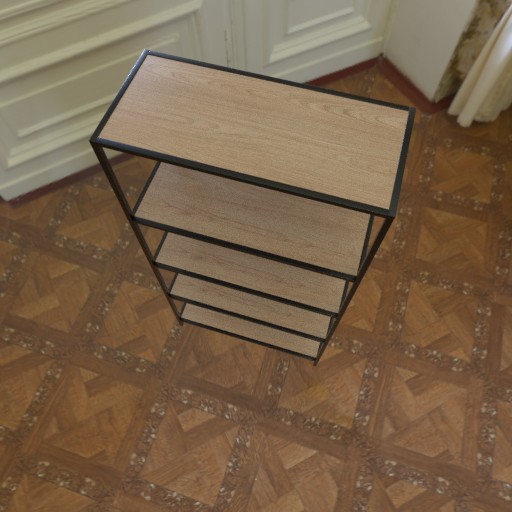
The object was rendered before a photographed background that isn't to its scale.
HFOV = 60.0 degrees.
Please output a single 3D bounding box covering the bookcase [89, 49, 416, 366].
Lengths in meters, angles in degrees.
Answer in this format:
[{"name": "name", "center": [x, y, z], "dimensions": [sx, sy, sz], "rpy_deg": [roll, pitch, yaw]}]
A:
[{"name": "bookcase", "center": [0.000, 0.000, 1.802], "dimensions": [0.770, 1.500, 0.350], "rpy_deg": [15, 64, 8]}]
